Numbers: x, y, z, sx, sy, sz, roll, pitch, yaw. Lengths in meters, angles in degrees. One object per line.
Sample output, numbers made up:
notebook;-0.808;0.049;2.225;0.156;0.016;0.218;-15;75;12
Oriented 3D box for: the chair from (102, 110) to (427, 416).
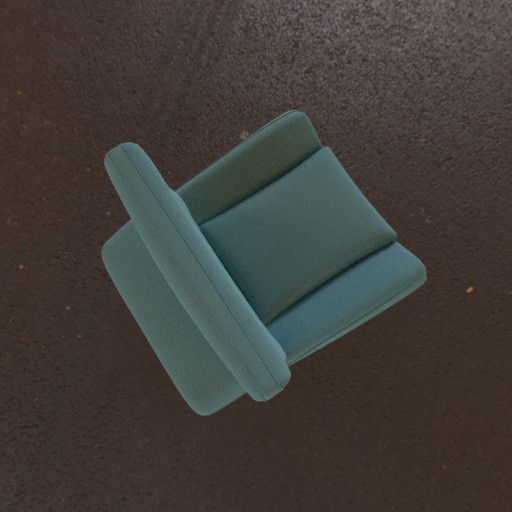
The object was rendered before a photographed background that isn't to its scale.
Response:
chair;0.000;0.000;1.646;1.008;0.855;0.859;-33;78;-8
